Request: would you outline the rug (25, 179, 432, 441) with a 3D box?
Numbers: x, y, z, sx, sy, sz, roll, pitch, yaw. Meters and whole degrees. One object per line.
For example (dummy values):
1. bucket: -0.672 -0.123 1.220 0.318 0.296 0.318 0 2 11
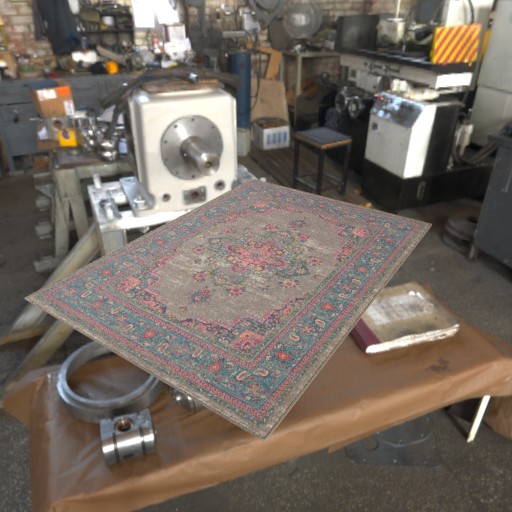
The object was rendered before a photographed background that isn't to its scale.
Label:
1. rug: 0.000 0.000 2.852 1.609 0.013 2.214 19 36 29
